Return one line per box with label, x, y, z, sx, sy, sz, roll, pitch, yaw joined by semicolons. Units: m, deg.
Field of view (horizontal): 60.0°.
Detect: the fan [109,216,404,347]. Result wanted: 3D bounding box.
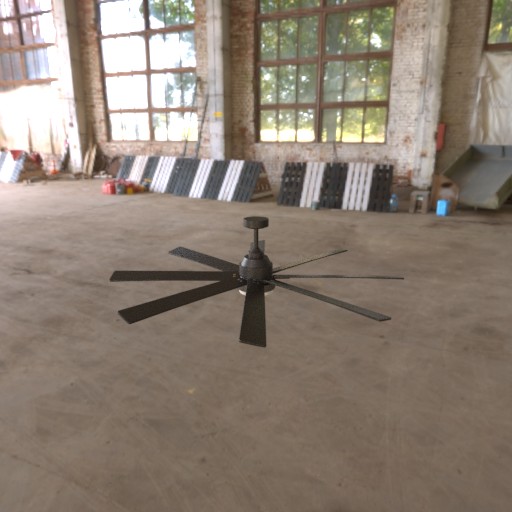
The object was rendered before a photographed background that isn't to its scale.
fan;0.000;0.000;2.761;1.830;0.472;1.830;-15;22;-42
